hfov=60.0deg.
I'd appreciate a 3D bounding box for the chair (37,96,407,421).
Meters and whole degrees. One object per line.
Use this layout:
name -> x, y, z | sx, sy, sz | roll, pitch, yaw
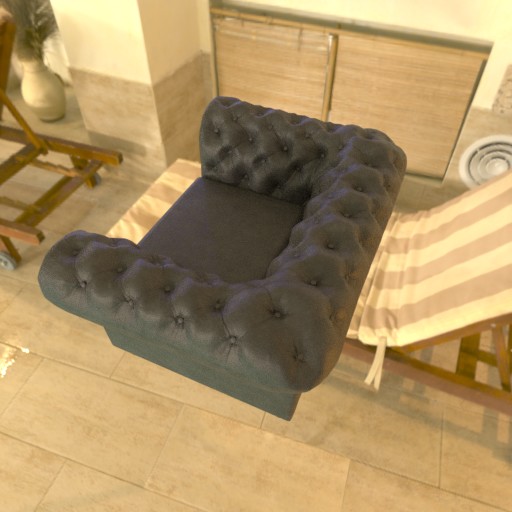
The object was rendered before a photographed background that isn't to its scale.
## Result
chair -> 0.000, 0.000, 1.852 | 0.943, 0.780, 1.298 | 18, 49, 17
